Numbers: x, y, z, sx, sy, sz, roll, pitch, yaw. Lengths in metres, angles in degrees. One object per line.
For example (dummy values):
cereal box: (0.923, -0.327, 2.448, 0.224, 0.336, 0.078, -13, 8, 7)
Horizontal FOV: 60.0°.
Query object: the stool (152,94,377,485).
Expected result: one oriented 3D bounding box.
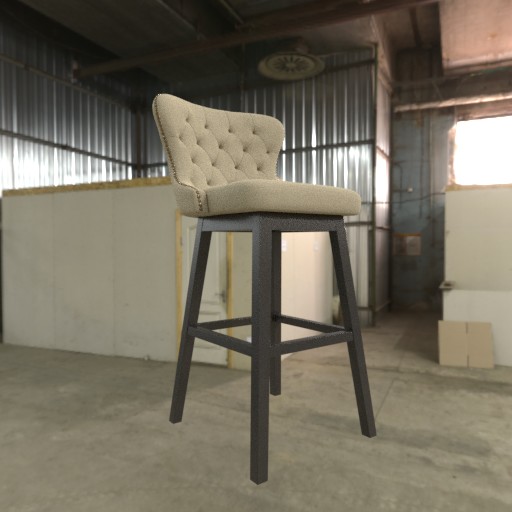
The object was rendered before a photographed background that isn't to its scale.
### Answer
stool: (0.000, 0.000, 1.412, 0.528, 1.066, 0.605, -1, 2, -37)
